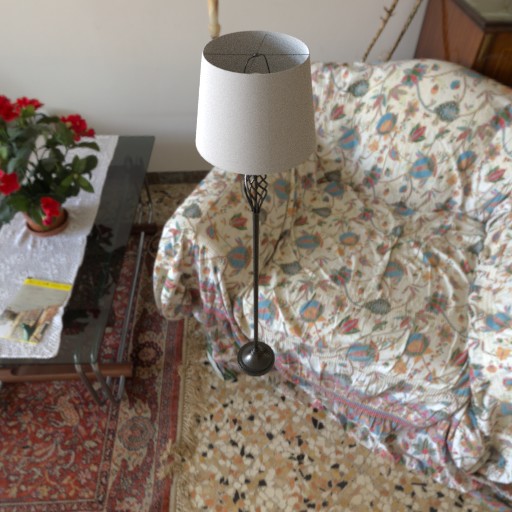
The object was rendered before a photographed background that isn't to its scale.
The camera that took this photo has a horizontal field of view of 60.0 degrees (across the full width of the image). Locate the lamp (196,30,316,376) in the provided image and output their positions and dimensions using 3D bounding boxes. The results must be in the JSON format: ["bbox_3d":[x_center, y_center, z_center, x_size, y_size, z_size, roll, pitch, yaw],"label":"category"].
[{"bbox_3d":[0.000,0.000,1.791,0.379,1.623,0.379,0,47,0],"label":"lamp"}]
